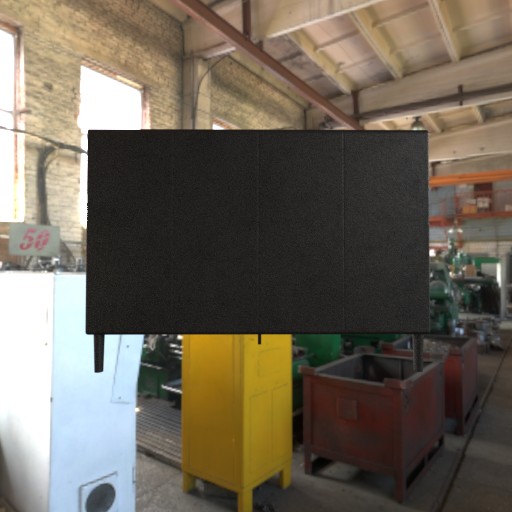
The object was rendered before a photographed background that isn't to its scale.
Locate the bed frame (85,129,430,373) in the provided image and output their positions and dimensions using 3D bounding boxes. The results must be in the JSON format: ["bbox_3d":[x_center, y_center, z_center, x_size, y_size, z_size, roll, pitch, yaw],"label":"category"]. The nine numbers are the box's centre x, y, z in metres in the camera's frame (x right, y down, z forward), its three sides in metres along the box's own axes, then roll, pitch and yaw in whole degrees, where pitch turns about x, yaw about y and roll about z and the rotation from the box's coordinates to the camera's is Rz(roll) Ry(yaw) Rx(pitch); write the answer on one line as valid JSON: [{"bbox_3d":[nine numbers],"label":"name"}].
[{"bbox_3d":[0.000,0.000,2.960,1.469,1.046,2.152,0,-1,-1],"label":"bed frame"}]
